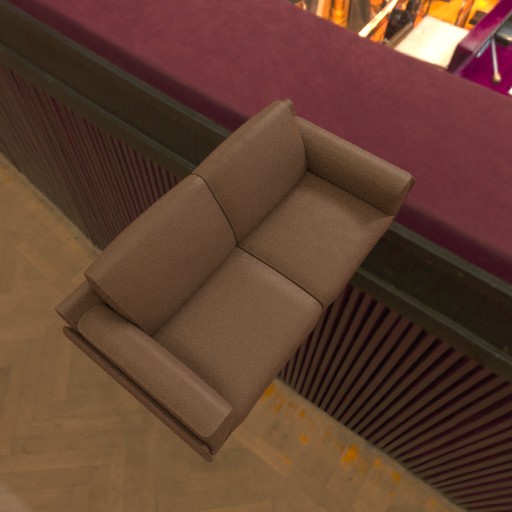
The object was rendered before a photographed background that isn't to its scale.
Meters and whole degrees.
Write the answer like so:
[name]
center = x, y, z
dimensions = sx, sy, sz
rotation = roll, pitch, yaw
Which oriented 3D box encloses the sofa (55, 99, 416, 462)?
[sofa]
center = 0.000, 0.000, 2.705
dimensions = 1.049, 0.930, 2.101
rotation = 33, 64, 19
